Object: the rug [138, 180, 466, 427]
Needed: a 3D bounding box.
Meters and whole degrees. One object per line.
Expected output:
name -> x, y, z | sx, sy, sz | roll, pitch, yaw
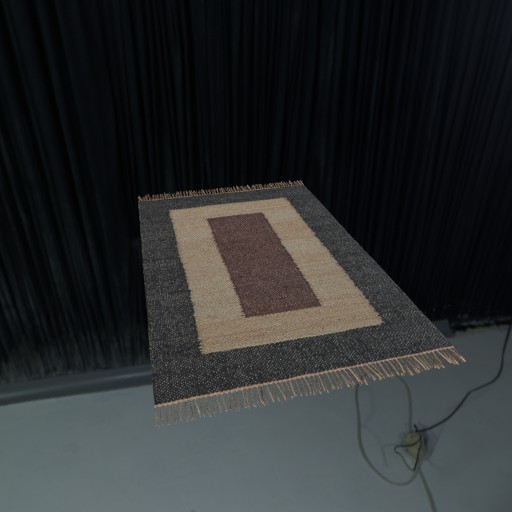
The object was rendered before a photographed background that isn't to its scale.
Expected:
rug -> 0.000, 0.000, 2.463 | 1.224, 0.027, 2.021 | -8, 32, -12
